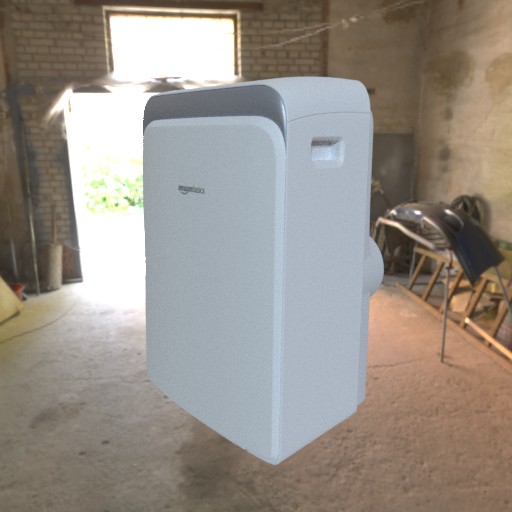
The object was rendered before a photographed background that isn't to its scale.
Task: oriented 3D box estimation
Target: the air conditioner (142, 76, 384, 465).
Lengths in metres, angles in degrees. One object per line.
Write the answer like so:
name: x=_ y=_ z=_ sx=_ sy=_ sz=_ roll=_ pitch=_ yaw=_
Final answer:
air conditioner: x=0.000 y=0.000 z=0.953 sx=0.454 sy=0.700 sz=0.365 roll=15 pitch=21 yaw=43
